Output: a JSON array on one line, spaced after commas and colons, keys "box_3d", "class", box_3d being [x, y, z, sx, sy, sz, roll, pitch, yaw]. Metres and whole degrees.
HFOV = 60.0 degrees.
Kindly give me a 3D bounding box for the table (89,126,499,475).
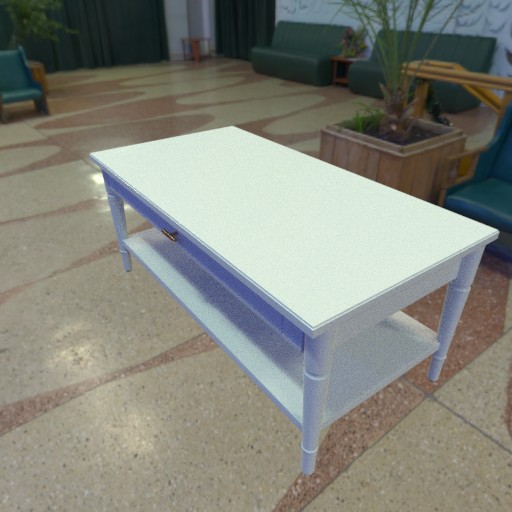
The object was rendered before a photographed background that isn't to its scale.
[{"box_3d": [0.000, 0.000, 1.326, 0.559, 0.457, 1.067, -21, 37, -30], "class": "table"}]
